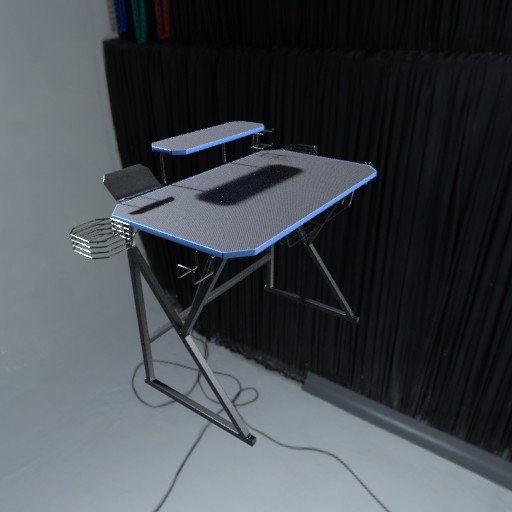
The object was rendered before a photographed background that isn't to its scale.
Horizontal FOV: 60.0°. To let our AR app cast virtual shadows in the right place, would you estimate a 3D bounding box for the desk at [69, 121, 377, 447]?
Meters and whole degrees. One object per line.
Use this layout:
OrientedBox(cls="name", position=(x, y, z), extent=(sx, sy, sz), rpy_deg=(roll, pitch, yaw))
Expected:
OrientedBox(cls="desk", position=(0.000, 0.000, 1.766), extent=(0.594, 0.909, 1.295), rpy_deg=(18, 33, 31))
